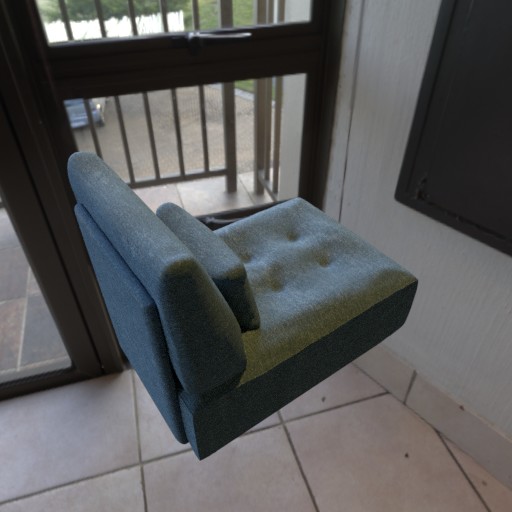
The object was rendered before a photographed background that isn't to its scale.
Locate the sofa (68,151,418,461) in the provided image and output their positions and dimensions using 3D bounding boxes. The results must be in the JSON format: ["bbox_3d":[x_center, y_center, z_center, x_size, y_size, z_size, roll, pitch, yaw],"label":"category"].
[{"bbox_3d":[0.000,0.000,1.568,1.000,0.820,0.700,-24,46,-26],"label":"sofa"}]
